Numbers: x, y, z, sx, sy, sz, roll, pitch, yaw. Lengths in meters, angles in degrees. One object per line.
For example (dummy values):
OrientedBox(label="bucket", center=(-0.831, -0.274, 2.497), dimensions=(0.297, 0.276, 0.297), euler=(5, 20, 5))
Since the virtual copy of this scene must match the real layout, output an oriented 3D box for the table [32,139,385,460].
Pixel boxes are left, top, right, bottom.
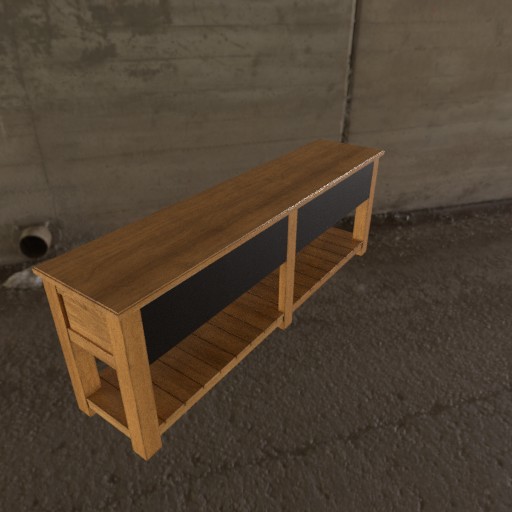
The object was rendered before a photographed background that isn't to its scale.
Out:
OrientedBox(label="table", center=(0.000, 0.000, 2.061), dimensions=(0.425, 0.635, 1.815), euler=(20, 35, 31))
